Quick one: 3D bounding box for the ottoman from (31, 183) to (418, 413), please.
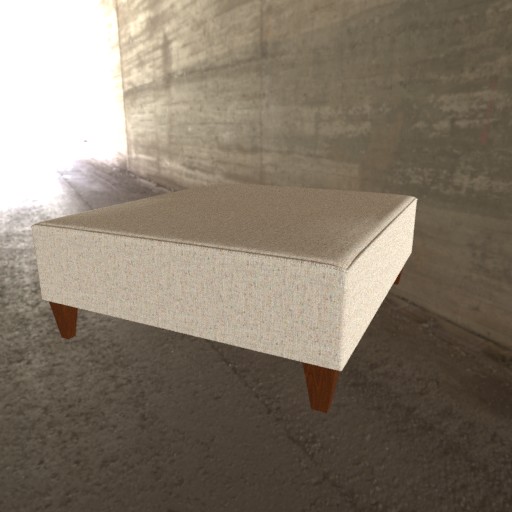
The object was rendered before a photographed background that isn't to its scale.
[{"bbox_3d":[0.000,0.000,1.244,0.736,0.303,0.835,8,18,25],"label":"ottoman"}]
